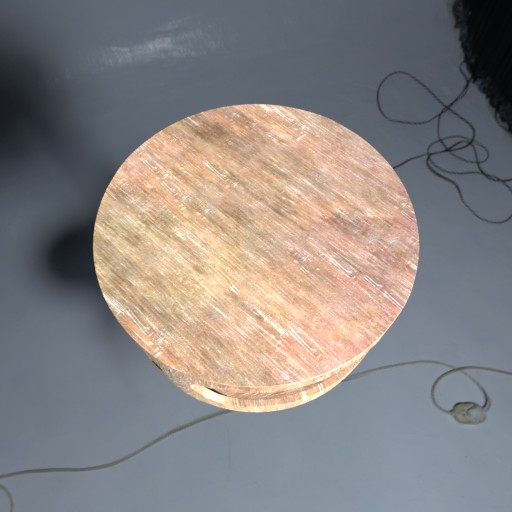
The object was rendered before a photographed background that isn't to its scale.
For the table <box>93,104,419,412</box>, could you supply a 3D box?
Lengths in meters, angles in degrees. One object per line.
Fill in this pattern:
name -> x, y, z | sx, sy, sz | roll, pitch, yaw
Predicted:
table -> 0.000, 0.000, 1.541 | 0.974, 0.450, 0.974 | 0, 63, 0
